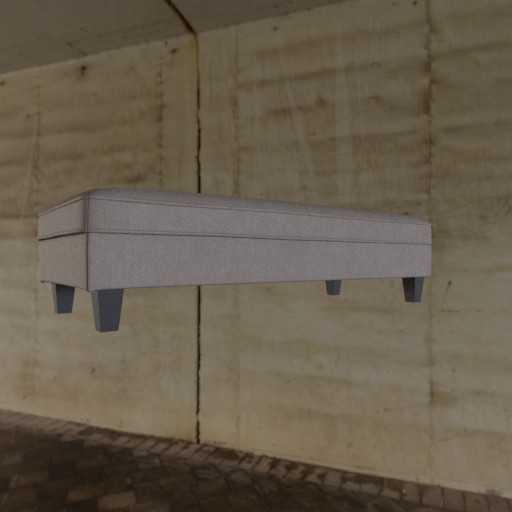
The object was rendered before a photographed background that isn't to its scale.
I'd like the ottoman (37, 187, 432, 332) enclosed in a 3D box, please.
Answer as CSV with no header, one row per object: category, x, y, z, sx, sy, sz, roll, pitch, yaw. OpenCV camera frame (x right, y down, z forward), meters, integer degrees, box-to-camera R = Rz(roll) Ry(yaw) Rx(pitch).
ottoman,0.000,0.000,2.063,1.764,0.470,0.751,0,-1,-36
